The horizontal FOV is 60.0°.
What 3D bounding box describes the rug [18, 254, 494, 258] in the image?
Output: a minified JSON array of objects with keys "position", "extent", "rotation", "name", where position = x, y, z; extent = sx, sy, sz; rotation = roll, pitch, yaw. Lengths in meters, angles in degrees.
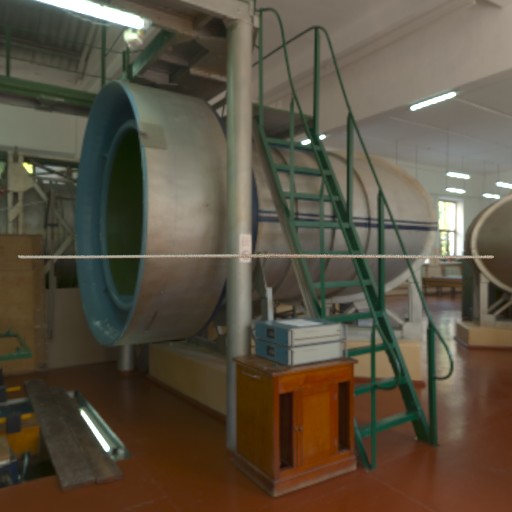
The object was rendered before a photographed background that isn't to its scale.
[{"position":[0.000,0.000,2.933],"extent":[2.305,0.029,1.593],"rotation":[0,0,1],"name":"rug"}]
